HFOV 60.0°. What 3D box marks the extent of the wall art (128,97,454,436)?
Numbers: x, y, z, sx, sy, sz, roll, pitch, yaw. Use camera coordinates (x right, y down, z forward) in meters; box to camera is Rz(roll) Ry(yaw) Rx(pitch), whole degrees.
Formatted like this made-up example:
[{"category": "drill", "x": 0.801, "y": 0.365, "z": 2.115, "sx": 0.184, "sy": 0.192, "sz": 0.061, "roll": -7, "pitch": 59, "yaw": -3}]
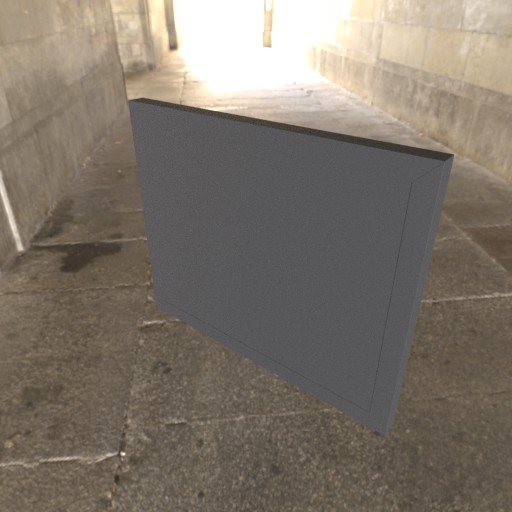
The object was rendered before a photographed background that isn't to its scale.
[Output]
[{"category": "wall art", "x": 0.000, "y": 0.000, "z": 0.552, "sx": 0.404, "sy": 0.329, "sz": 0.024, "roll": 22, "pitch": 36, "yaw": 33}]
